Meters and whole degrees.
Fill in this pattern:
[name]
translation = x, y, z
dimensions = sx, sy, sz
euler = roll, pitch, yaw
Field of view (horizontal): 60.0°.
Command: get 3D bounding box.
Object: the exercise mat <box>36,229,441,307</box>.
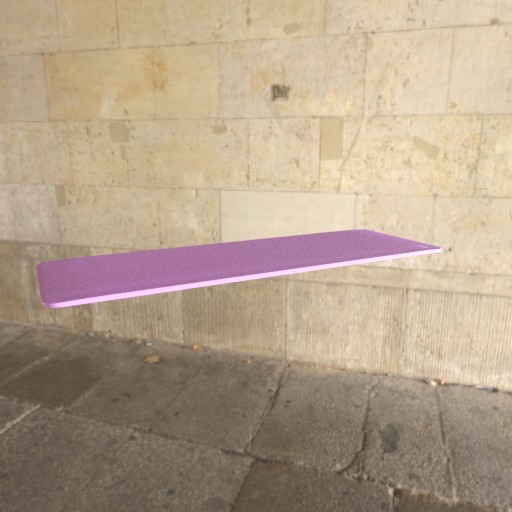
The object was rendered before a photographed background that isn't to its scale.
[exercise mat]
translation = 0.000, 0.000, 2.102
dimensions = 1.869, 0.021, 0.616
euler = -7, 15, -26
